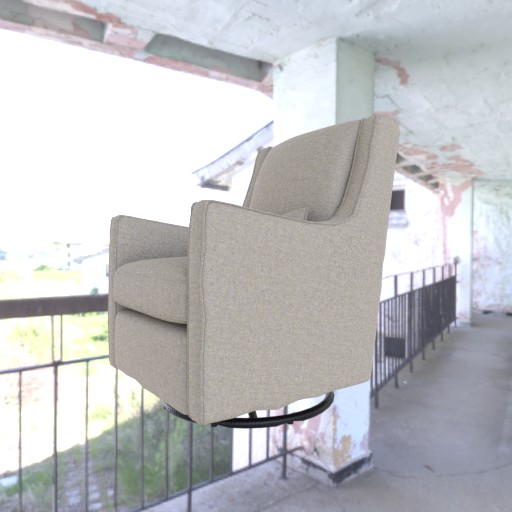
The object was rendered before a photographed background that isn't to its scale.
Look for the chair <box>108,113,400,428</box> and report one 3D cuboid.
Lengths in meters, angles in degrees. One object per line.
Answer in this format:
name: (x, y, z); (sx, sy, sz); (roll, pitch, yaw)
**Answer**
chair: (0.000, 0.000, 1.598); (0.879, 0.993, 0.732); (-1, 1, -36)
